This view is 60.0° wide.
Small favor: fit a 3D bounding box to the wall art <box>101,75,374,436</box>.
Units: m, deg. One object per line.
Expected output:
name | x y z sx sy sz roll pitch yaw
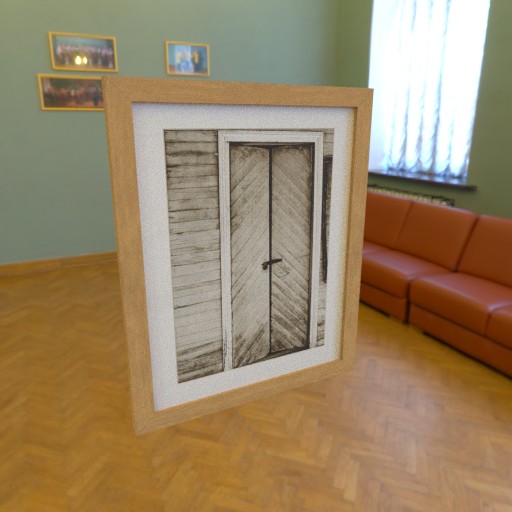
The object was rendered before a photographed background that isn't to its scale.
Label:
wall art | 0.000 0.000 0.770 0.460 0.561 0.020 -8 18 -26
